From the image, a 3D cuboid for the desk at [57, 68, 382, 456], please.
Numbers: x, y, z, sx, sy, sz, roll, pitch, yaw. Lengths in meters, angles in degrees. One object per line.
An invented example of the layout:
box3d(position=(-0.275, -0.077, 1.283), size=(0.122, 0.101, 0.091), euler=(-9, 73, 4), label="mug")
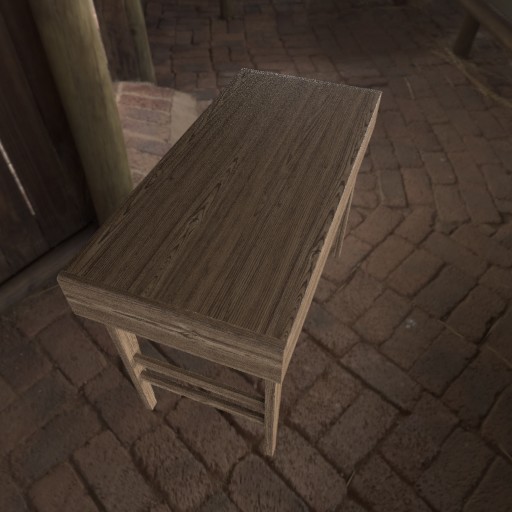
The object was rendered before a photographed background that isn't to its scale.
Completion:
box3d(position=(0.000, 0.000, 1.488), size=(0.508, 0.755, 1.067), euler=(15, 49, 14), label="desk")
